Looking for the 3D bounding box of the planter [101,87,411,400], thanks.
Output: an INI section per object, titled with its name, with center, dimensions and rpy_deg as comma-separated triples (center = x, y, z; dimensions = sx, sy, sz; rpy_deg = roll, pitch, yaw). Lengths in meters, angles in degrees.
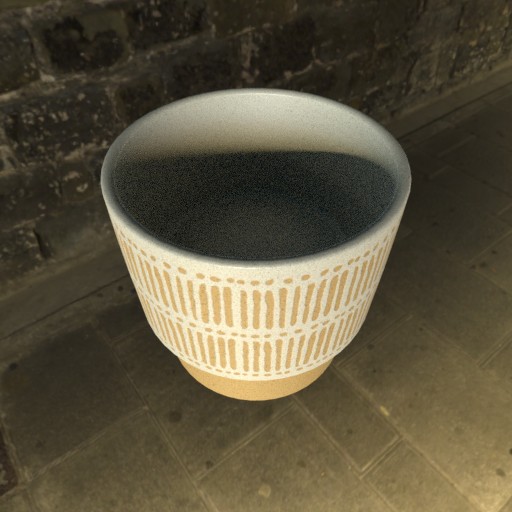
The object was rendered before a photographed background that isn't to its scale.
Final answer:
[planter]
center = 0.000, 0.000, 0.572
dimensions = 0.317, 0.303, 0.317
rpy_deg = 0, 46, 0
